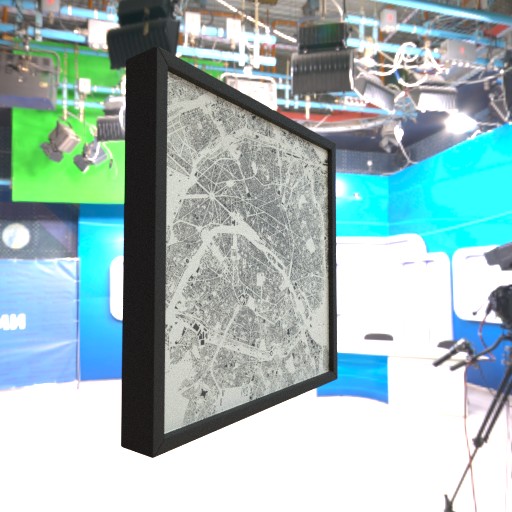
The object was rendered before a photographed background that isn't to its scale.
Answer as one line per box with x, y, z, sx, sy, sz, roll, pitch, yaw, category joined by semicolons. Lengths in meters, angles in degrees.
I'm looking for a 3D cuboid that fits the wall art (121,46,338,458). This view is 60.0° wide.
0.000;0.000;0.460;0.037;0.305;0.305;-2;-3;36;wall art
